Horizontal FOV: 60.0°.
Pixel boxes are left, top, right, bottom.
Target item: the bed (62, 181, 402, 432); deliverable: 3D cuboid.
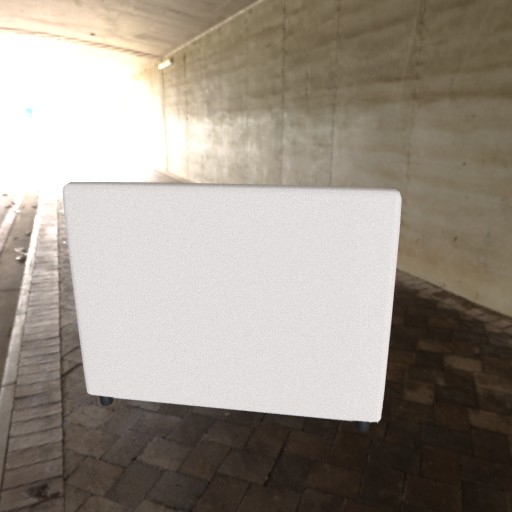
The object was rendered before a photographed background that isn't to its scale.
[{"bbox_3d":[0.000,0.000,3.304,1.748,1.330,2.142,3,17,8],"label":"bed"}]
